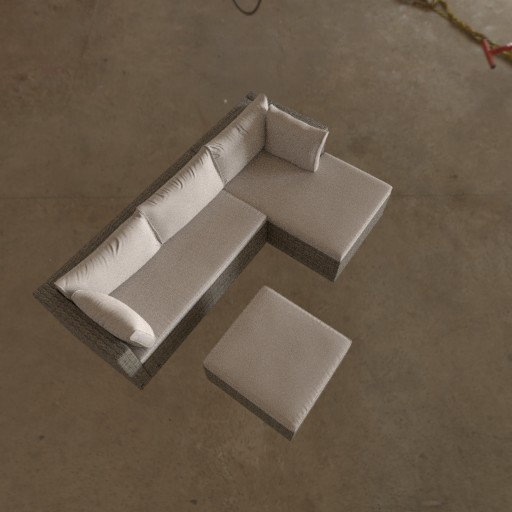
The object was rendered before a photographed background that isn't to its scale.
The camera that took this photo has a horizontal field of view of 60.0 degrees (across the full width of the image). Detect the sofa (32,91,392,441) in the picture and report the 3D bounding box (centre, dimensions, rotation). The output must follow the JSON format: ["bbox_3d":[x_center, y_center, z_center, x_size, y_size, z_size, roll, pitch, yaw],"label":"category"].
[{"bbox_3d":[0.000,0.000,3.001,1.662,0.766,2.192,32,64,17],"label":"sofa"}]
